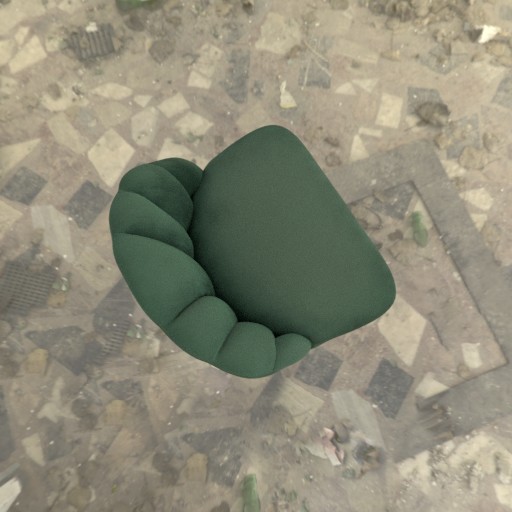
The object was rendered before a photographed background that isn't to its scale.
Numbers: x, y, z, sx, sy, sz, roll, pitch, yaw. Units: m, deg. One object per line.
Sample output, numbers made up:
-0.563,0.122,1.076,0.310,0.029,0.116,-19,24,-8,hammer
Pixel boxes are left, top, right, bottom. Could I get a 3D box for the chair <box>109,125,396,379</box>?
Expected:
0.000,0.000,1.286,0.599,0.819,0.657,-30,78,-7,chair
